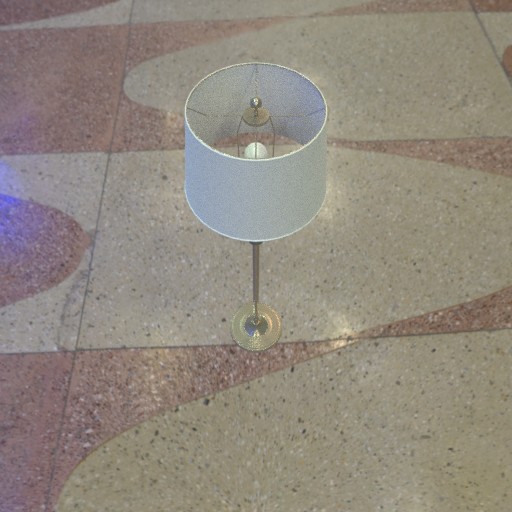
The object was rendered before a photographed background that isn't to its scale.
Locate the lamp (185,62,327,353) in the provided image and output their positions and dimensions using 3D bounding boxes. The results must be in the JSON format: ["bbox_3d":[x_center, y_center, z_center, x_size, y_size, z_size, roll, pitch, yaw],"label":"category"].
[{"bbox_3d":[0.000,0.000,1.715,0.431,1.488,0.431,0,59,0],"label":"lamp"}]
